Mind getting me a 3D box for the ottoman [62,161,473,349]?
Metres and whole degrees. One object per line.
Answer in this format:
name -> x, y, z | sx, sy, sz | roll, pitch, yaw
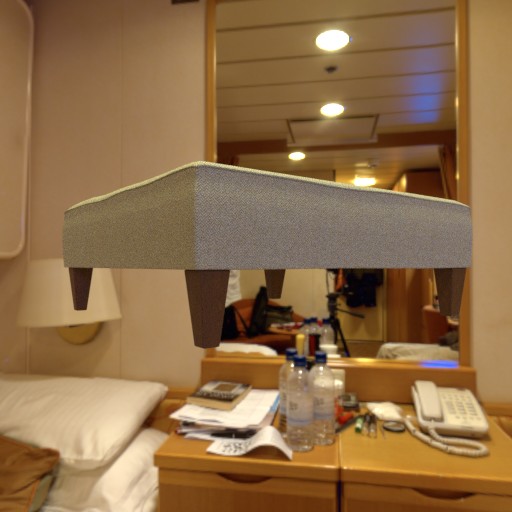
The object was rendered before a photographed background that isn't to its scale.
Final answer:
ottoman -> 0.000, 0.000, 1.484 | 1.004, 0.379, 0.968 | 1, -1, -37
